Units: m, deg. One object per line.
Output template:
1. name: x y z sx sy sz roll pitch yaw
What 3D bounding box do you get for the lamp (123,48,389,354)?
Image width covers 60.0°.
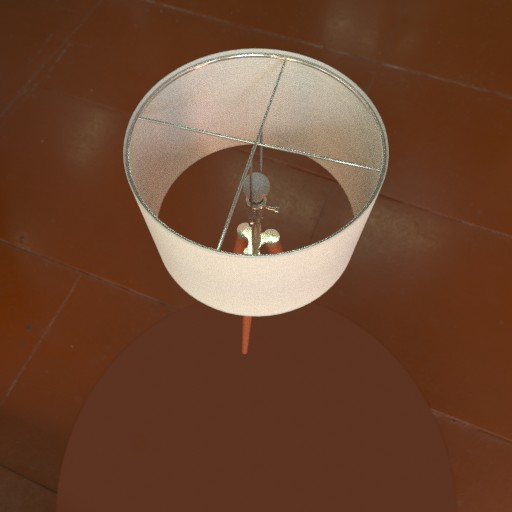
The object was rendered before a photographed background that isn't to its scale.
1. lamp: 0.000 0.000 0.913 0.355 0.709 0.354 -31 68 -14
